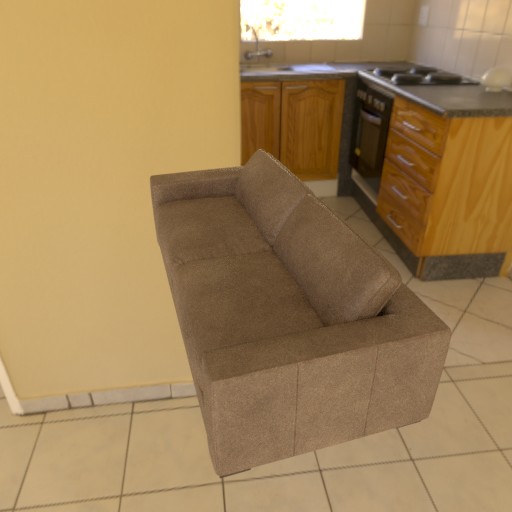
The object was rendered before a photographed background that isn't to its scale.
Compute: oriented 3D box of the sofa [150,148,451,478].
[{"bbox_3d":[0.000,0.000,2.725,1.070,0.801,2.262,-9,32,-15],"label":"sofa"}]
